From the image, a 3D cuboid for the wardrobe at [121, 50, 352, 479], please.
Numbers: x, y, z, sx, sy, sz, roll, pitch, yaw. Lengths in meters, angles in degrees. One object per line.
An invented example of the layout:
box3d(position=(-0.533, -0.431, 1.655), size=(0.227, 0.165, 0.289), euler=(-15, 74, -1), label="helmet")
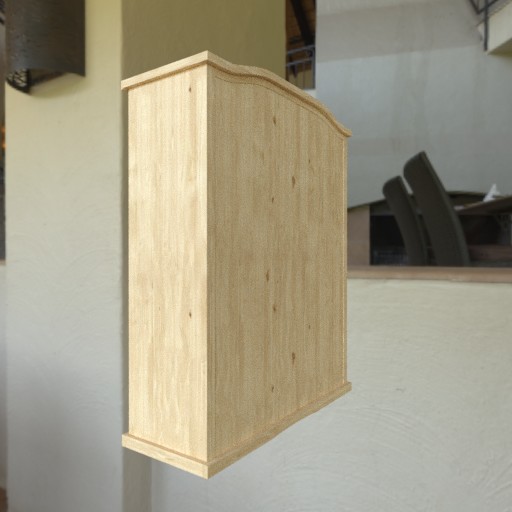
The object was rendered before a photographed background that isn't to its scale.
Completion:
box3d(position=(0.000, 0.000, 2.629), size=(0.570, 1.870, 1.500), euler=(0, 0, 35), label="wardrobe")
